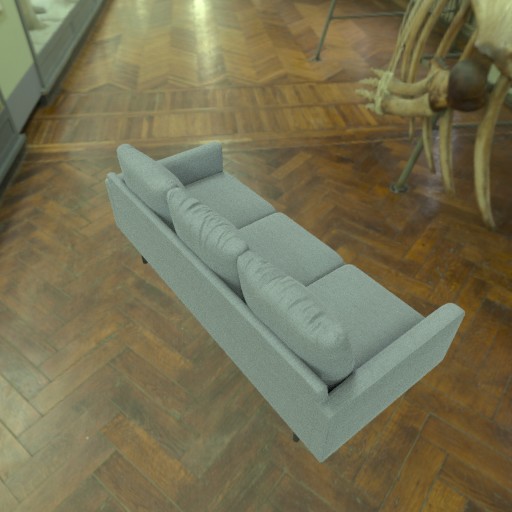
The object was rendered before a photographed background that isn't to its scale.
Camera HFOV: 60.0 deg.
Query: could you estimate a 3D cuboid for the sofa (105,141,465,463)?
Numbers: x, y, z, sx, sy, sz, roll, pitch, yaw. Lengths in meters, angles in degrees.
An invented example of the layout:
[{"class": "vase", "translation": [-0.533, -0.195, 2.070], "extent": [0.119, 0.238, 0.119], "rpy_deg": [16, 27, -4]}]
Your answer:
[{"class": "sofa", "translation": [0.000, 0.000, 2.450], "extent": [0.850, 0.830, 2.000], "rpy_deg": [-27, 48, -27]}]
